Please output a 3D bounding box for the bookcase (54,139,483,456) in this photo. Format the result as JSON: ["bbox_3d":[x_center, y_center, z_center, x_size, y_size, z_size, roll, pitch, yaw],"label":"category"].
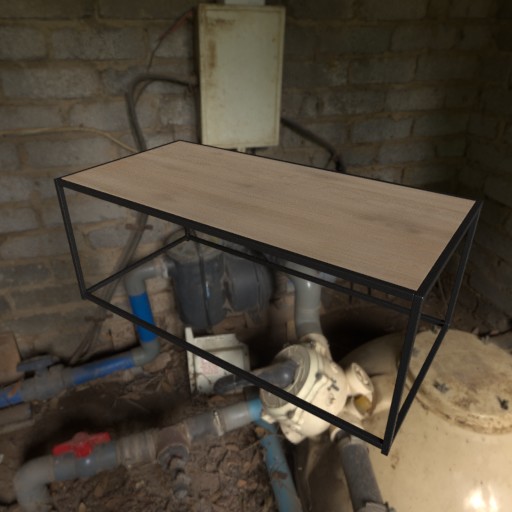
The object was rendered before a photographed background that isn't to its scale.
[{"bbox_3d":[0.000,0.000,1.241,1.000,0.400,0.500,19,34,29],"label":"bookcase"}]
